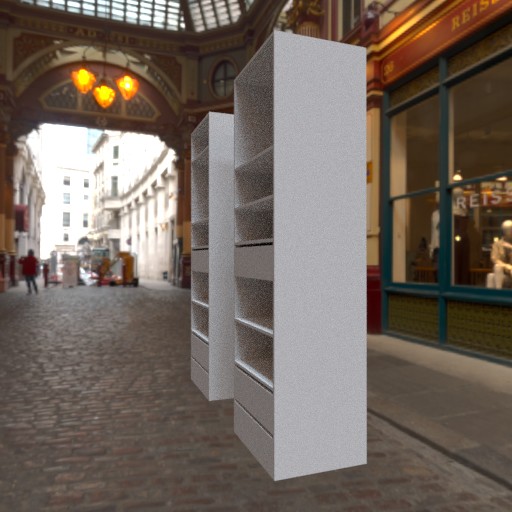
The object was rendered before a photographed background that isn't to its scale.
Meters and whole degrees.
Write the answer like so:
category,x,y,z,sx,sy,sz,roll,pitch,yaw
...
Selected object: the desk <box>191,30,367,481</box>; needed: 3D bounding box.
category,x,y,z,sx,sy,sz,roll,pitch,yaw
desk,0.000,0.000,2.879,0.480,2.000,1.770,0,0,-20
